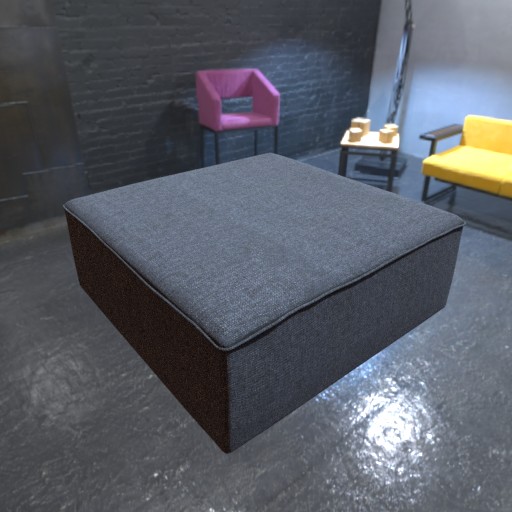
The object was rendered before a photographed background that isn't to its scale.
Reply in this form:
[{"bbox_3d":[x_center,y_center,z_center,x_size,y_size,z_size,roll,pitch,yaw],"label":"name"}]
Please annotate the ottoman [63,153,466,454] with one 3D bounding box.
[{"bbox_3d":[0.000,0.000,1.607,1.017,0.423,1.023,-21,35,-33],"label":"ottoman"}]
